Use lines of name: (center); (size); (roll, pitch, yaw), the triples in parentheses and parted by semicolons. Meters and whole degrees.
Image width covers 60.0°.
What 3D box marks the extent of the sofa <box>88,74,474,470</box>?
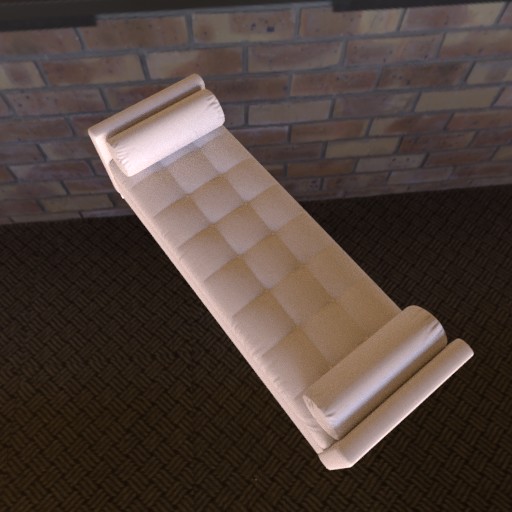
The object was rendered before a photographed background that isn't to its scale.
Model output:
sofa: (0.000, 0.000, 2.278); (0.686, 0.635, 1.981); (-34, 68, -16)
